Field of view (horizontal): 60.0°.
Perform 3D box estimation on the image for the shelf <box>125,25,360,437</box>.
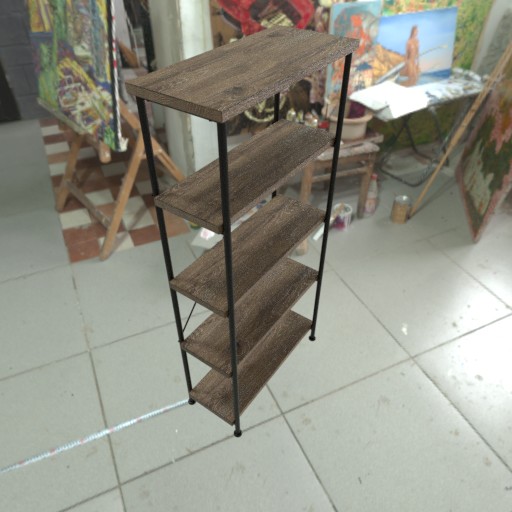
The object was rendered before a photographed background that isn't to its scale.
[{"bbox_3d":[0.000,0.000,2.000,0.360,1.700,0.800,25,47,26],"label":"shelf"}]
